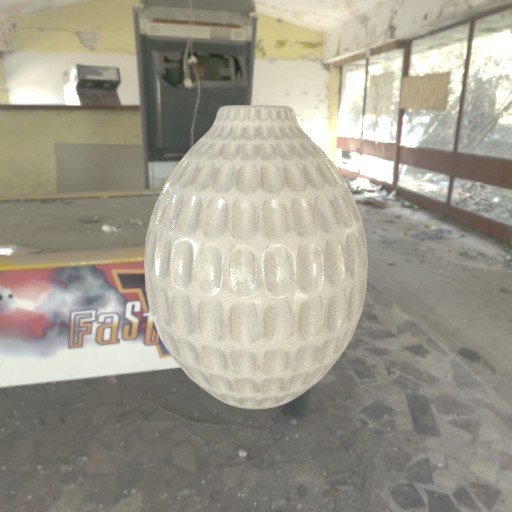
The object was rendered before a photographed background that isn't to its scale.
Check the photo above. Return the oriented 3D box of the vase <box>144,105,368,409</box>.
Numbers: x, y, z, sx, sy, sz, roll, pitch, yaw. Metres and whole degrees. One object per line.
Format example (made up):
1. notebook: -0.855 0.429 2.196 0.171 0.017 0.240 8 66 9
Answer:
1. vase: 0.000 0.000 0.260 0.128 0.167 0.128 0 18 0
